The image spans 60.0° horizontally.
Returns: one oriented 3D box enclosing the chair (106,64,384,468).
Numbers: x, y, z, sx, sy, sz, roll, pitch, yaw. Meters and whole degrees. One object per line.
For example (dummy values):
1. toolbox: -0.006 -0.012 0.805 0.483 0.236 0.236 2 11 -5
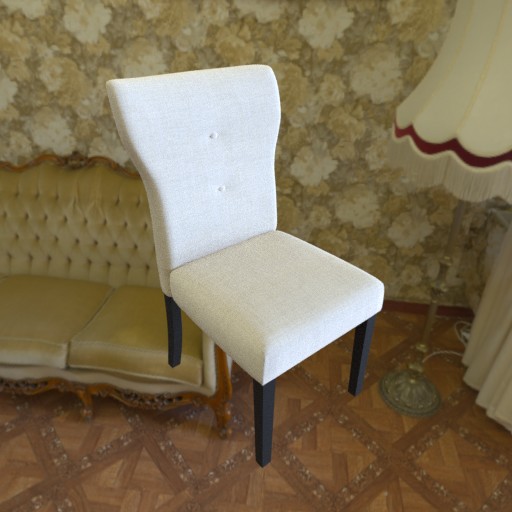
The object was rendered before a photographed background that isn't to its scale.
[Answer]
1. chair: 0.000 0.000 1.252 0.509 0.921 0.597 -23 38 -33
